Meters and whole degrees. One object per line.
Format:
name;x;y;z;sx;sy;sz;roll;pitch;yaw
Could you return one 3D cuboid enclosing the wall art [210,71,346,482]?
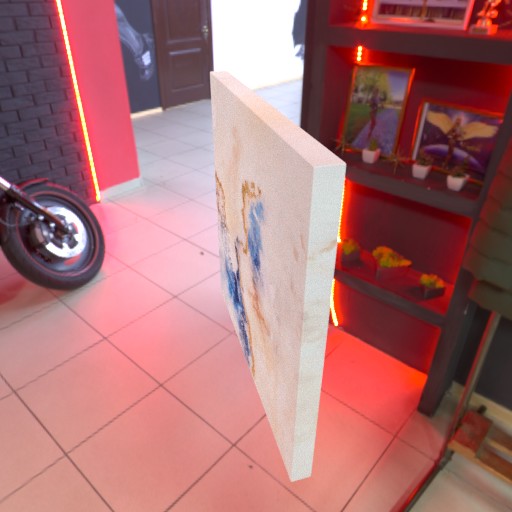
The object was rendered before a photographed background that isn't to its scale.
wall art;0.000;0.000;1.578;0.071;1.061;1.061;-9;33;-13
